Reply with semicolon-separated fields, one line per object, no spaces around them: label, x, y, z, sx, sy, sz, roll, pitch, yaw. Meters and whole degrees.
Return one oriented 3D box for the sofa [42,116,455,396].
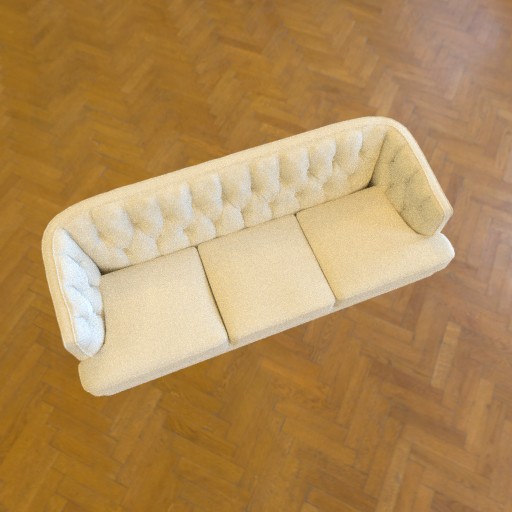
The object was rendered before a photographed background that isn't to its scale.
sofa;0.000;0.000;2.711;2.278;0.855;0.941;-19;65;-9
